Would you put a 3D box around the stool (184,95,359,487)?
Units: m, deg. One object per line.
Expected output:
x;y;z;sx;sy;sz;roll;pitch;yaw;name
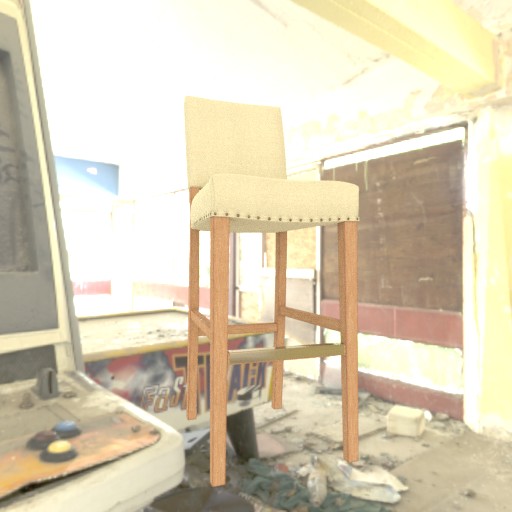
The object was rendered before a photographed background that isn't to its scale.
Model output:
0.000;0.000;1.414;0.428;1.143;0.546;0;0;-20;stool
